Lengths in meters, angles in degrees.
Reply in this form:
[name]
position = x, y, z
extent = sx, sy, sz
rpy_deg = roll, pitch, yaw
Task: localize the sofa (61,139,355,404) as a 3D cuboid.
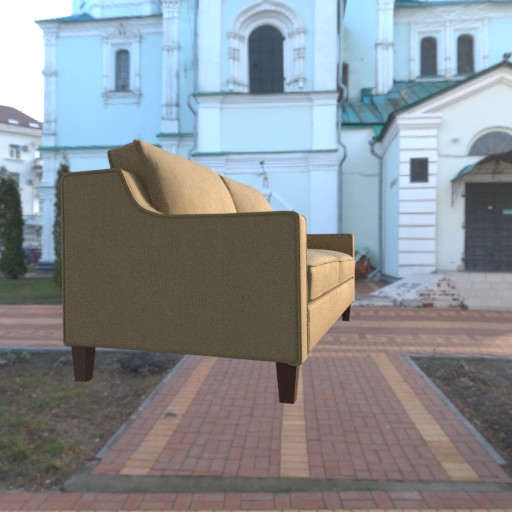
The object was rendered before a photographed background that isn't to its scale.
[sofa]
position = 0.000, 0.000, 2.767
extent = 1.066, 1.071, 2.178
rpy_deg = 0, 1, 17
